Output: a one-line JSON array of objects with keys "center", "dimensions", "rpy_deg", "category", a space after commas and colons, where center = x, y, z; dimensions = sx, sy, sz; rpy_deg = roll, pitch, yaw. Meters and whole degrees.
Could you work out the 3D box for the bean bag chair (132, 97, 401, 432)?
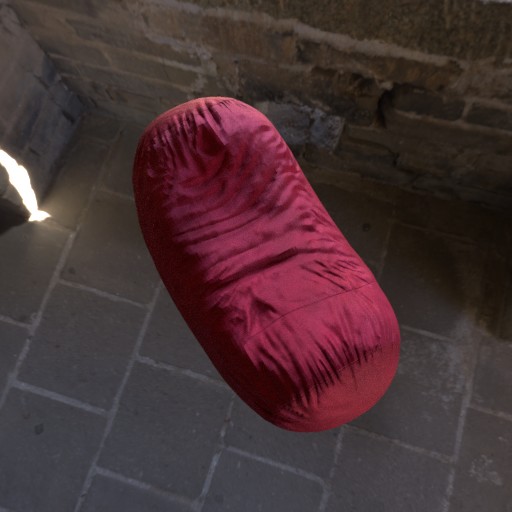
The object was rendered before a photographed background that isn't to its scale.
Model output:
[{"center": [0.000, 0.000, 2.864], "dimensions": [1.216, 0.867, 2.293], "rpy_deg": [-29, 77, -7], "category": "bean bag chair"}]
